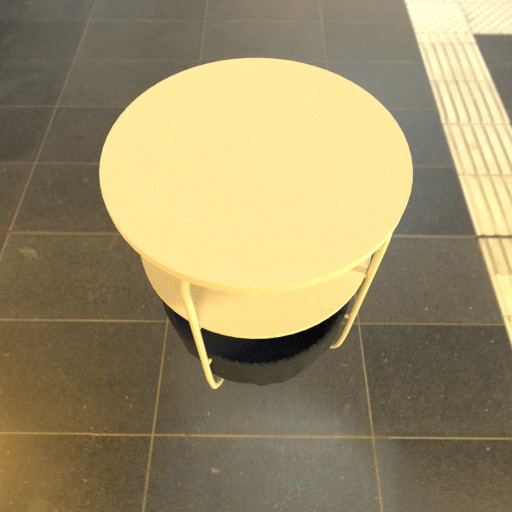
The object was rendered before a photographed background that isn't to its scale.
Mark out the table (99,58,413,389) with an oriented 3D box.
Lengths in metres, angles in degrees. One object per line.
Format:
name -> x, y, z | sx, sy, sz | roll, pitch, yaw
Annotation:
table -> 0.000, 0.000, 0.826 | 0.418, 0.532, 0.418 | -16, 59, -10
